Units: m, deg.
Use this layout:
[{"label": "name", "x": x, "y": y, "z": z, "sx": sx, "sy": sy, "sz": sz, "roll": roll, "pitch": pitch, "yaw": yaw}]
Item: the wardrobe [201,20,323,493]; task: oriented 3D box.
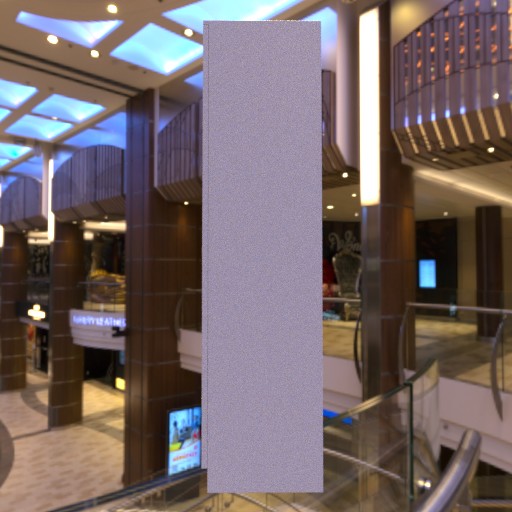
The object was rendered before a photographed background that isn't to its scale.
[{"label": "wardrobe", "x": 0.000, "y": 0.000, "z": 1.974, "sx": 0.470, "sy": 1.700, "sz": 0.760, "roll": 0, "pitch": -2, "yaw": -1}]
